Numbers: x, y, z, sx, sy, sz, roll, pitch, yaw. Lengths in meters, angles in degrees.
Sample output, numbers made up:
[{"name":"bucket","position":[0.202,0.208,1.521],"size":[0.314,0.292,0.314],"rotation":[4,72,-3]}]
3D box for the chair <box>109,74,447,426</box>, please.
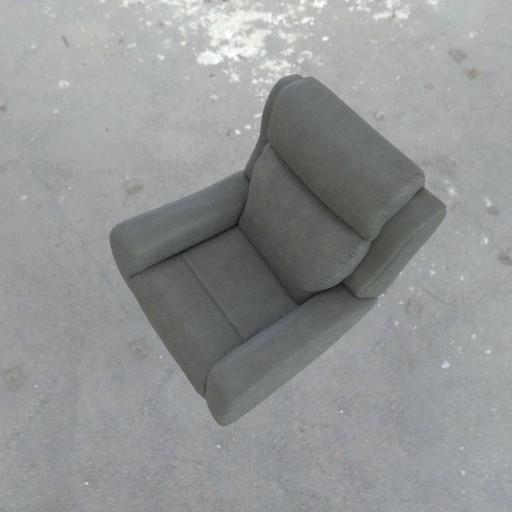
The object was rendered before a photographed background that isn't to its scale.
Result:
[{"name":"chair","position":[0.000,0.000,1.960],"size":[1.068,1.116,0.967],"rotation":[-33,67,-16]}]
